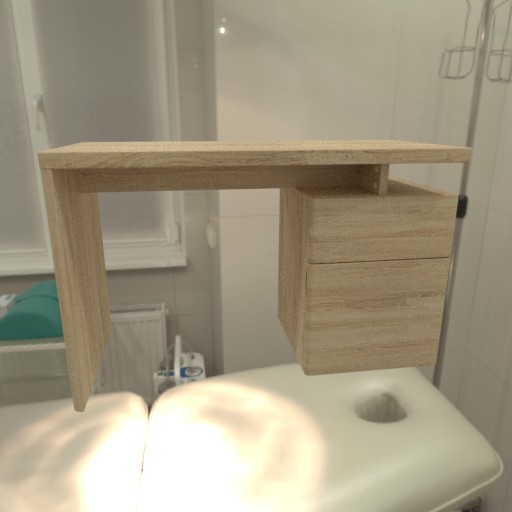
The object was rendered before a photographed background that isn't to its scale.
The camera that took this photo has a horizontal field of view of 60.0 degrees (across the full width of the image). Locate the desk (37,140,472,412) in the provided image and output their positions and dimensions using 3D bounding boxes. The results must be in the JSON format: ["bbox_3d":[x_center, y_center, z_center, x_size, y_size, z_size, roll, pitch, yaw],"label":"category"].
[{"bbox_3d":[0.000,0.000,1.560,1.200,0.760,0.550,-3,17,-8],"label":"desk"}]
